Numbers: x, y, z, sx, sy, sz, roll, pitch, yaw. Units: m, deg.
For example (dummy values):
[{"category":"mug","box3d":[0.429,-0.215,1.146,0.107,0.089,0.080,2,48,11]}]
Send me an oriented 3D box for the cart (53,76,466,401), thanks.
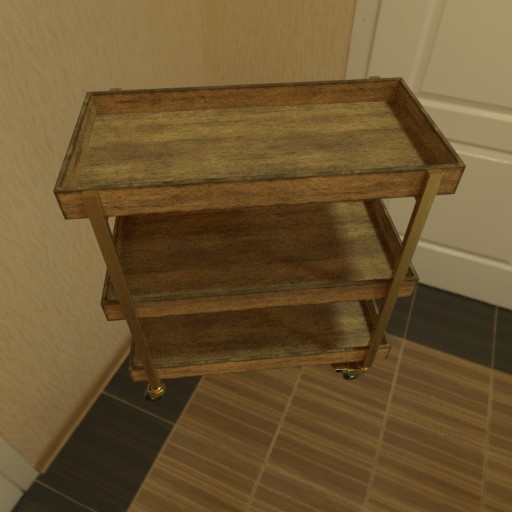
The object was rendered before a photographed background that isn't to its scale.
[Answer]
[{"category":"cart","box3d":[0.000,0.000,1.216,0.750,0.799,0.416,-4,47,-4]}]
